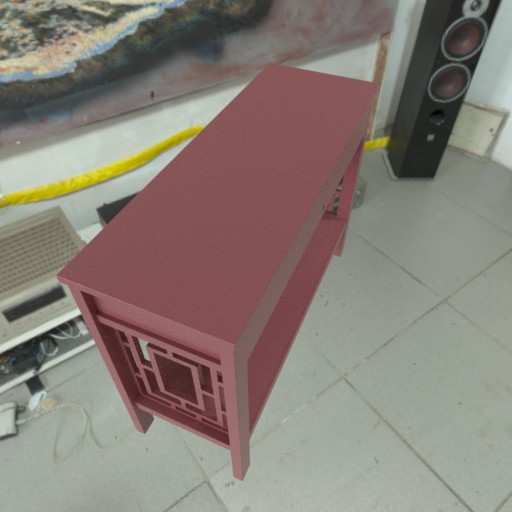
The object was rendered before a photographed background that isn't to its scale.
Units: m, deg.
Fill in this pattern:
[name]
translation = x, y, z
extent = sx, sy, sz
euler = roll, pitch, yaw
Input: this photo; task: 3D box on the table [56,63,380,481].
[table]
translation = 0.000, 0.000, 1.415
extent = 0.397, 0.753, 1.068
euler = 18, 49, 16
